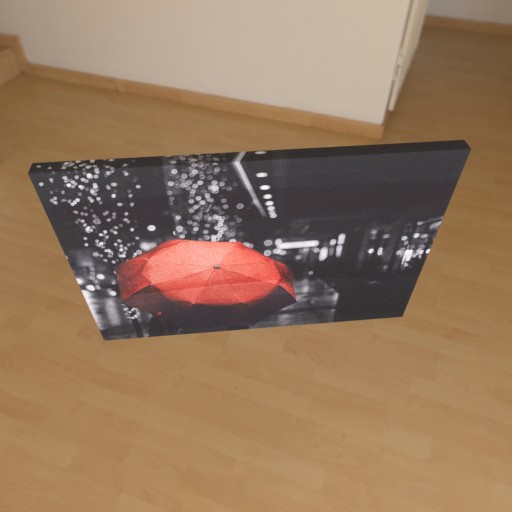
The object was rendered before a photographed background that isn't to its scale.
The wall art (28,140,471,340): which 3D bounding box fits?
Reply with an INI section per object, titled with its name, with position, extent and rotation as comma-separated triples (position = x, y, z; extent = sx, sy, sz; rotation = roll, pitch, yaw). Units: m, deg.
[wall art]
position = 0.000, 0.000, 1.143
extent = 0.914, 0.609, 0.038
rotation = -4, 47, -4
